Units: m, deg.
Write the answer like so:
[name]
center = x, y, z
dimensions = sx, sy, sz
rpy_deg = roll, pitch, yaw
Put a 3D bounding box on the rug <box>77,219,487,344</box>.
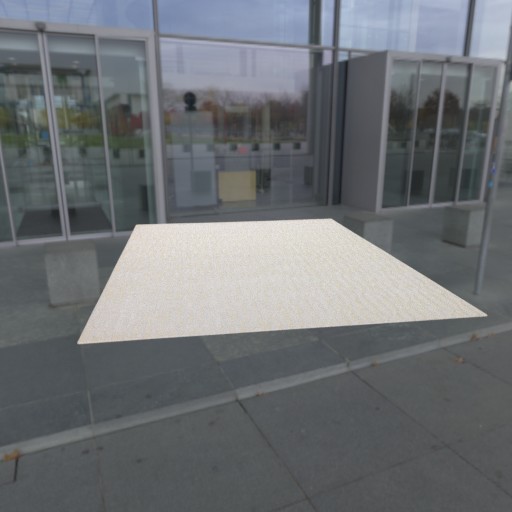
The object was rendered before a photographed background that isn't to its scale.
[rug]
center = 0.000, 0.000, 3.993
dimensions = 2.410, 0.021, 3.055
rpy_deg = -2, 16, -8
